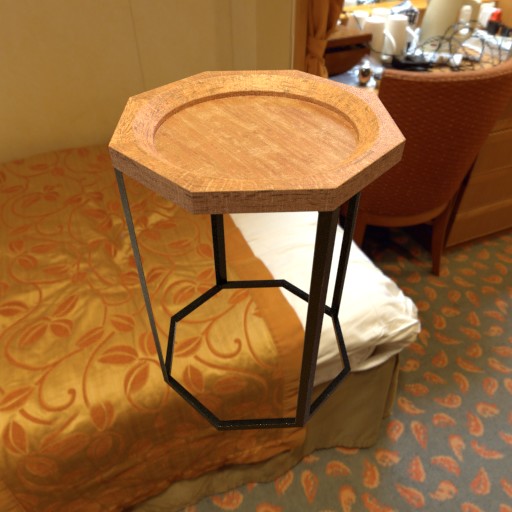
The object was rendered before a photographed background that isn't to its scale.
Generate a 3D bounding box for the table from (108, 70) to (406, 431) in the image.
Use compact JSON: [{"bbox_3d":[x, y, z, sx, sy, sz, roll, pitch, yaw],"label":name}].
[{"bbox_3d":[0.000,0.000,0.844,0.437,0.553,0.437,13,43,15],"label":"table"}]
